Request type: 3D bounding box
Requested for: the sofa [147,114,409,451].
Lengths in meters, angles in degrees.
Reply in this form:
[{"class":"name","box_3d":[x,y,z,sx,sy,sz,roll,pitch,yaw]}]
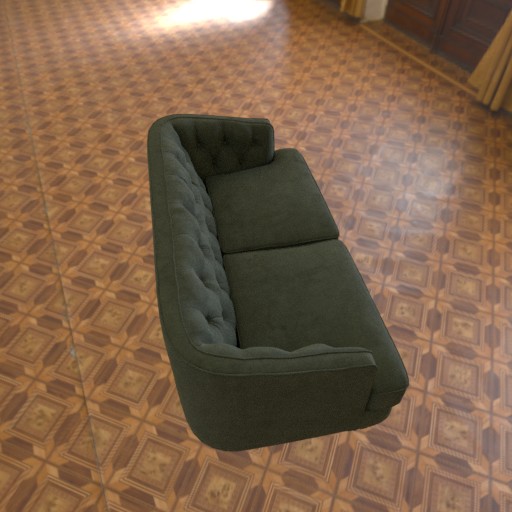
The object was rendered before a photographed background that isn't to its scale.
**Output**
[{"class":"sofa","box_3d":[0.000,0.000,2.277,0.941,0.855,1.733,-9,47,-8]}]
